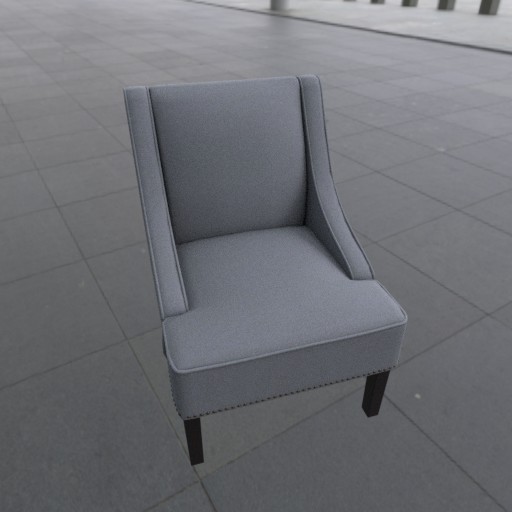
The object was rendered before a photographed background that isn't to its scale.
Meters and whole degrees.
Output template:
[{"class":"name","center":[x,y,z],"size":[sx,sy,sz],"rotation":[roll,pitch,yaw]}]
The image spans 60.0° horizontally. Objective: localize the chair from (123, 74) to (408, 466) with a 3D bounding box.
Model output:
[{"class":"chair","center":[0.000,0.000,1.338],"size":[0.631,0.867,0.747],"rotation":[-9,35,-14]}]
